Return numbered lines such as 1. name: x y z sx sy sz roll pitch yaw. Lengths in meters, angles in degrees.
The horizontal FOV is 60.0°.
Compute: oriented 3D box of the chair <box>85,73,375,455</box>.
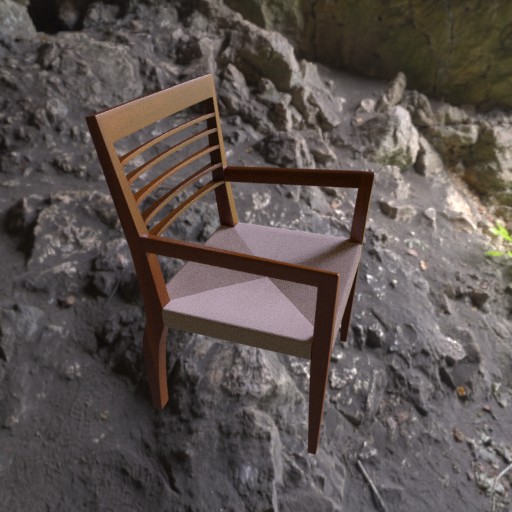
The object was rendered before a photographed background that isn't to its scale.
1. chair: 0.000 0.000 1.239 0.540 0.855 0.587 10 33 17
